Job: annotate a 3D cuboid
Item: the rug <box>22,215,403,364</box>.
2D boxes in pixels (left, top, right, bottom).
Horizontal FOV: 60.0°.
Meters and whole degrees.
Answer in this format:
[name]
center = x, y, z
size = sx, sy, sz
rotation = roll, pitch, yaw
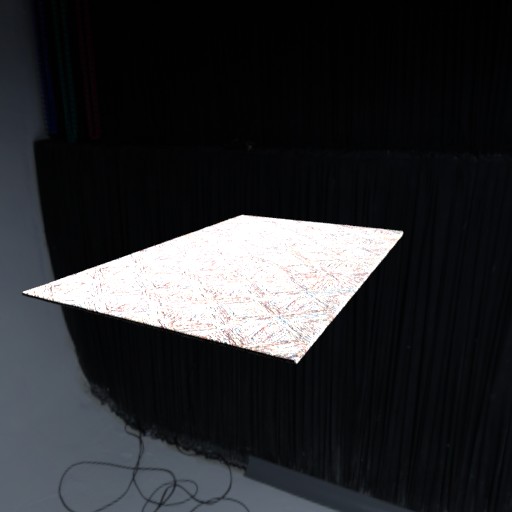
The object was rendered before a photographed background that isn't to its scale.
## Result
[rug]
center = 0.000, 0.000, 2.211
size = 1.143, 0.014, 1.761
rotation = 8, 18, 26
